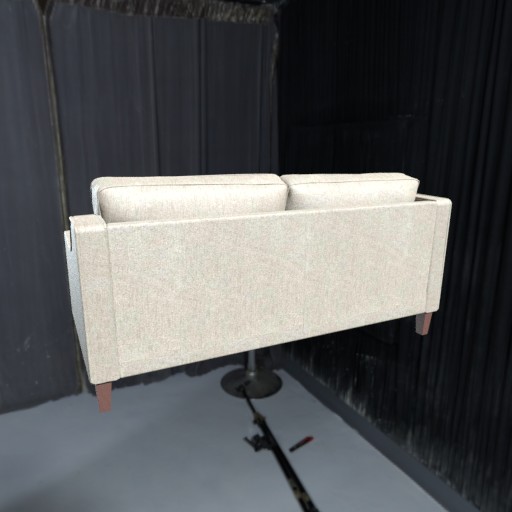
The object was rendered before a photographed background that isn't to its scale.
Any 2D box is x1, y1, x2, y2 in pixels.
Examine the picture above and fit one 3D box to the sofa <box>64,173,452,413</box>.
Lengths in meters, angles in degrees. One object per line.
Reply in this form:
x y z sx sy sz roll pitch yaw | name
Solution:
0.000 0.000 2.822 2.181 1.074 1.073 -7 15 -25 | sofa
